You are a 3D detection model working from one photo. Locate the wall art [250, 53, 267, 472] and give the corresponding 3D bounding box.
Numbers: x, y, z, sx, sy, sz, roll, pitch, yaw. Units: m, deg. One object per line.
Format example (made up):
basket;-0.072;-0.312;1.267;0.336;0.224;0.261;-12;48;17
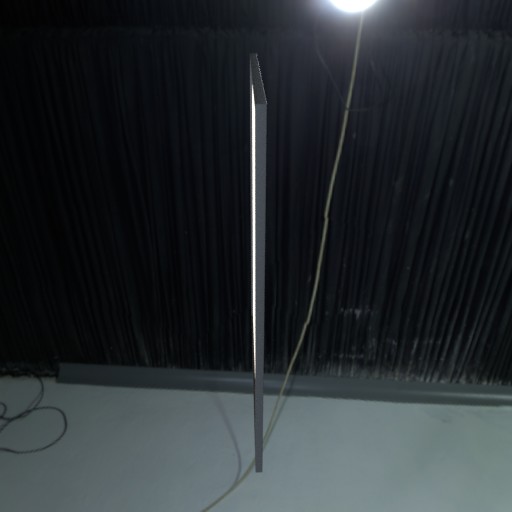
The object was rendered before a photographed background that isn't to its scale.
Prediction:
wall art;0.000;0.000;0.845;0.013;0.657;0.457;-1;31;-1
